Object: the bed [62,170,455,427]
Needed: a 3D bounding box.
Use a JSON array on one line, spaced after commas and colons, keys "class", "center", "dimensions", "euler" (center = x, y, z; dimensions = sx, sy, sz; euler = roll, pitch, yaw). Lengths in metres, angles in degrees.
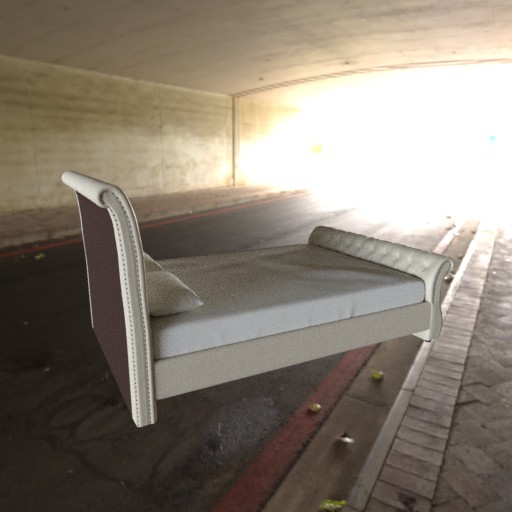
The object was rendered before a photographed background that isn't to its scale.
[{"class": "bed", "center": [0.000, 0.000, 3.377], "dimensions": [2.493, 1.268, 1.606], "euler": [-7, 15, -27]}]
